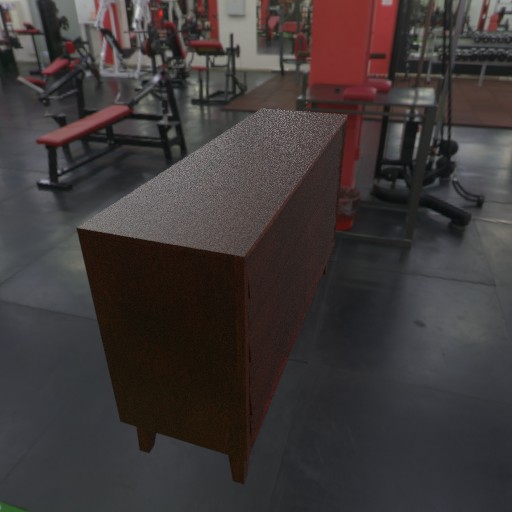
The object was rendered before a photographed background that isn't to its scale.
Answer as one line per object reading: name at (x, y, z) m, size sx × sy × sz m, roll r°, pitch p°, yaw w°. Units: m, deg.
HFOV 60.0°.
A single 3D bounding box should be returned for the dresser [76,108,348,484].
dresser at (0.000, 0.000, 2.044) m, size 0.499 × 0.971 × 1.609 m, roll 10°, pitch 32°, yaw 16°
